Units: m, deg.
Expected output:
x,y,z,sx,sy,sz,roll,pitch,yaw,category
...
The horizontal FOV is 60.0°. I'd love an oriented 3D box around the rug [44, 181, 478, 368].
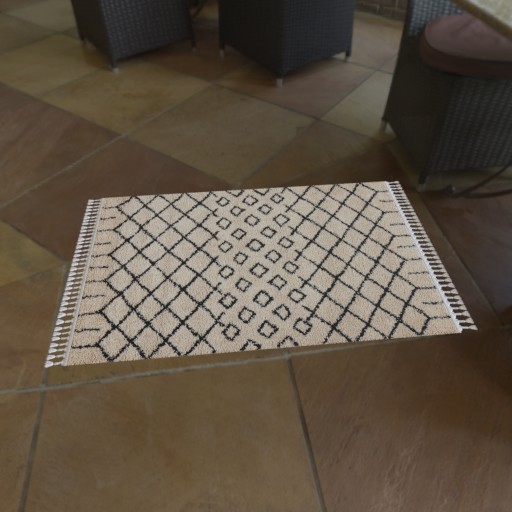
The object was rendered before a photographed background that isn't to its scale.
x,y,z,sx,sy,sz,roll,pitch,yaw,category
0.000,0.000,2.451,2.006,0.008,1.196,-4,46,-4,rug
